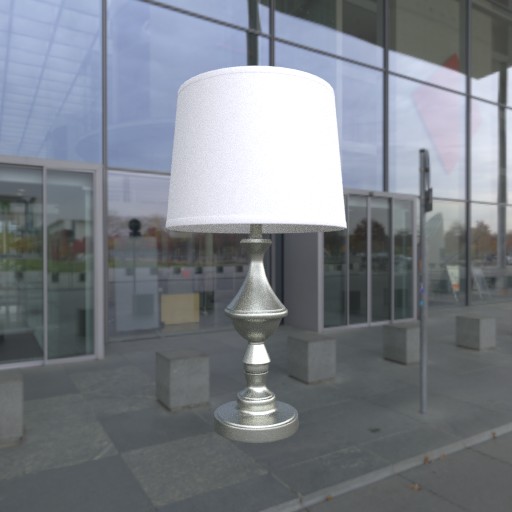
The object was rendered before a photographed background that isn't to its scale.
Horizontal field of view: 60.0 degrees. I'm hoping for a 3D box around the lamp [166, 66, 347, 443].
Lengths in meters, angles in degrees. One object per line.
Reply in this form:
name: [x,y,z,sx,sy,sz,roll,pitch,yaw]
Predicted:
lamp: [0.000,0.000,0.957,0.383,0.733,0.383,0,0,0]
